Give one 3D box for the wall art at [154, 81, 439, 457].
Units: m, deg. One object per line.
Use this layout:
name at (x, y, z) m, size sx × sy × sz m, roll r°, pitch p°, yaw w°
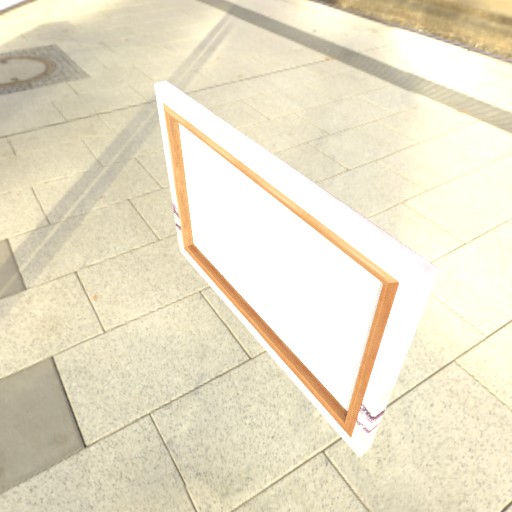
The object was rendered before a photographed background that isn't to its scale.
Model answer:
wall art at (0.000, 0.000, 1.140) m, size 0.038 × 0.609 × 0.913 m, roll -25°, pitch 48°, yaw -25°
